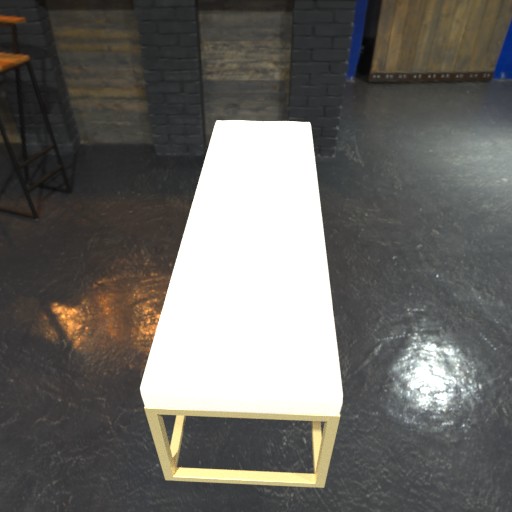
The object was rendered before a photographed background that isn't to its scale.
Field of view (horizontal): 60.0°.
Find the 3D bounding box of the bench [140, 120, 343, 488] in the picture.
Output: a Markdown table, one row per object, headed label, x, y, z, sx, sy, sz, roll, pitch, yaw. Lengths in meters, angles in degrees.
| label | x | y | z | sx | sy | sz | roll | pitch | yaw |
| --- | --- | --- | --- | --- | --- | --- | --- | --- | --- |
| bench | 0.000 | 0.000 | 1.681 | 0.457 | 0.484 | 1.473 | 2 | 40 | 2 |
